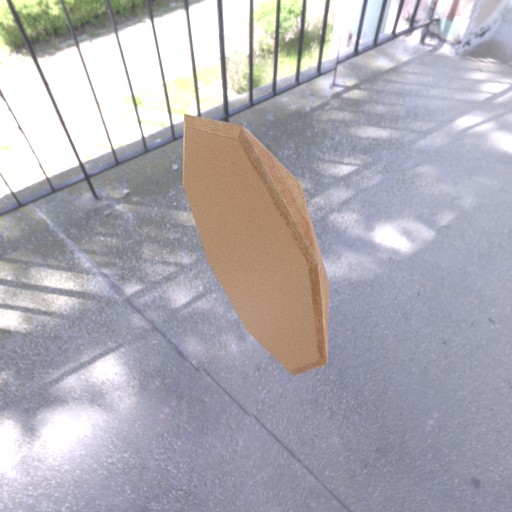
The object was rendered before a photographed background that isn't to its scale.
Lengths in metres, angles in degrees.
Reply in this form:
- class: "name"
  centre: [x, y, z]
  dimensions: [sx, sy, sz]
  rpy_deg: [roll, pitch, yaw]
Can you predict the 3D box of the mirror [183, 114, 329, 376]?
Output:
- class: "mirror"
  centre: [0.000, 0.000, 1.007]
  dimensions: [0.070, 0.774, 0.577]
  rpy_deg: [-30, 62, -18]
